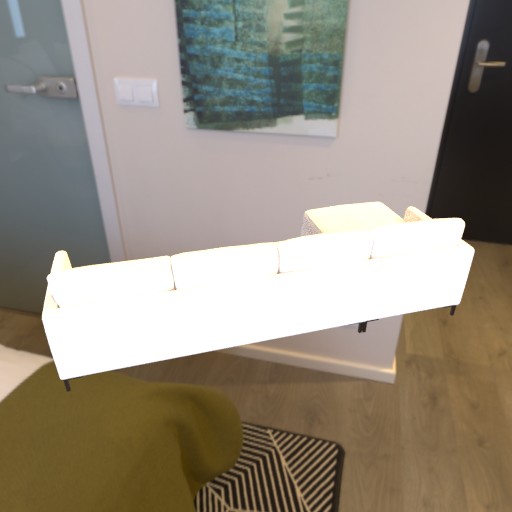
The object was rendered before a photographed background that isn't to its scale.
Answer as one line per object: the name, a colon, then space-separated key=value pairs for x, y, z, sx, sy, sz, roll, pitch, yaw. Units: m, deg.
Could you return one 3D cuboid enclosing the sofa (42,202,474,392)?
sofa: x=0.000 y=0.000 z=3.763 sx=3.186 sy=0.875 sz=1.467 roll=-8 pitch=31 yaw=-14
